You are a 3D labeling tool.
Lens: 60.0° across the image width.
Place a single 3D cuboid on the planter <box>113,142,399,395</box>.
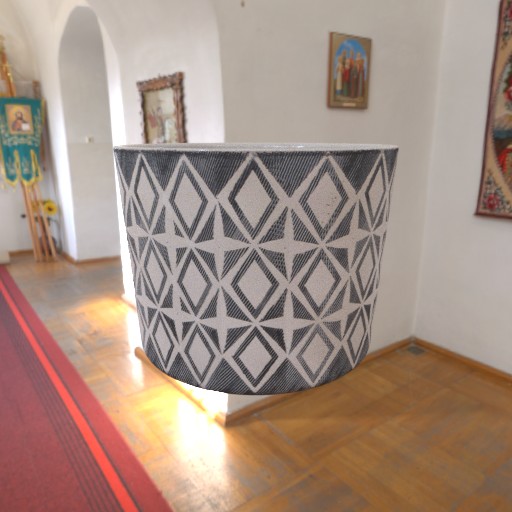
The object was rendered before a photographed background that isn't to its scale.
[{"bbox_3d":[0.000,0.000,0.451,0.260,0.220,0.260,0,15,0],"label":"planter"}]
